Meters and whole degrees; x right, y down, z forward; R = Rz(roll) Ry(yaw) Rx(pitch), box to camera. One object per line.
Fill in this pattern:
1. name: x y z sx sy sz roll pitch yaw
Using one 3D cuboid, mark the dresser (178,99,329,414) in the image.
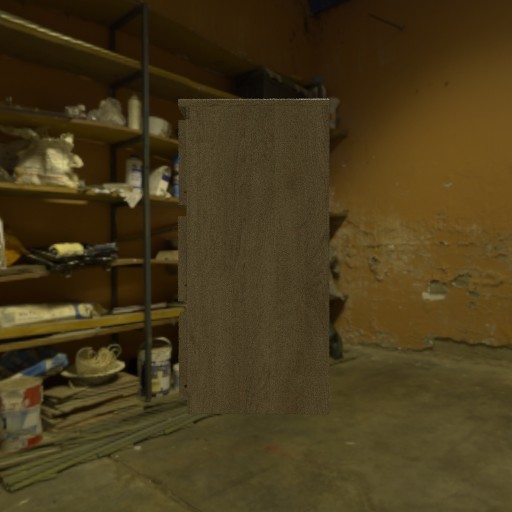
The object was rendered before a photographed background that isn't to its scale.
1. dresser: 0.000 0.000 1.912 0.390 0.795 1.590 0 0 0
